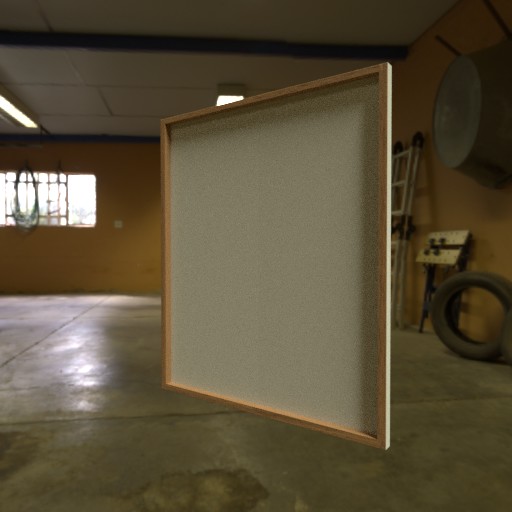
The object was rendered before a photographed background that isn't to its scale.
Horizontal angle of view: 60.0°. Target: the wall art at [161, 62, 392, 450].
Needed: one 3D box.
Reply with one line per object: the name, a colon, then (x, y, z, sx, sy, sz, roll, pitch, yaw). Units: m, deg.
wall art: (0.000, 0.000, 1.000, 0.609, 0.710, 0.021, 1, 1, 36)
